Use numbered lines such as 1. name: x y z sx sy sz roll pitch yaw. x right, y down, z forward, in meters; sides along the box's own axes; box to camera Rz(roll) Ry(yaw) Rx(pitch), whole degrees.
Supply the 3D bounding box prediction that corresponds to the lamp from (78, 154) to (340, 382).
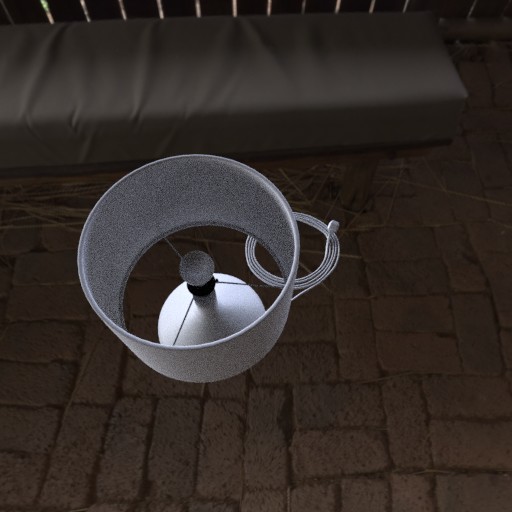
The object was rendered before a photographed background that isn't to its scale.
1. lamp: 0.000 0.000 0.855 0.546 0.457 0.401 -21 65 -10
